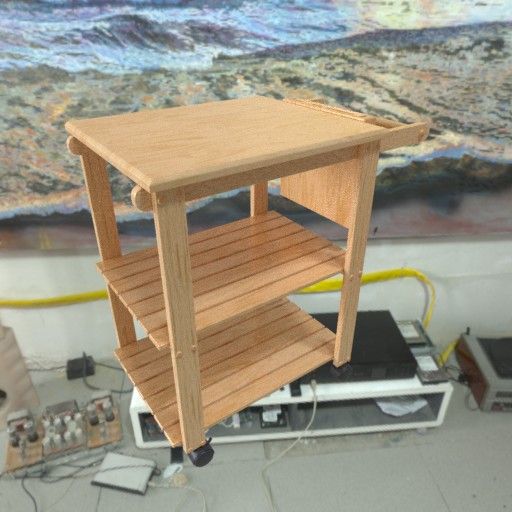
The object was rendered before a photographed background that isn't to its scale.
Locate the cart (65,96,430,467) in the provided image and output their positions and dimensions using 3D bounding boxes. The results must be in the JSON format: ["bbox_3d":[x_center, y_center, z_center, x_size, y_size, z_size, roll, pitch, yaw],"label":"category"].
[{"bbox_3d":[0.000,0.000,1.330,0.843,0.816,0.520,-20,35,-30],"label":"cart"}]
